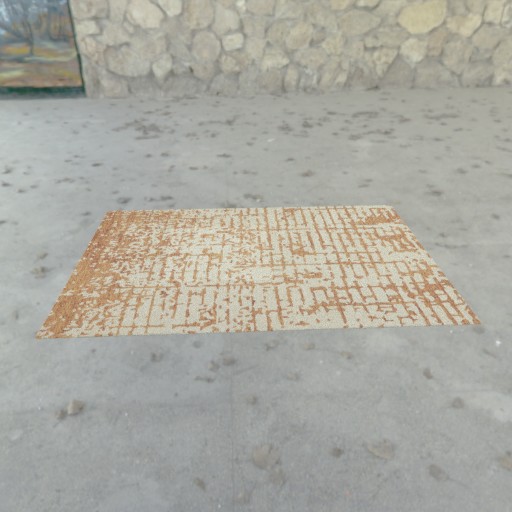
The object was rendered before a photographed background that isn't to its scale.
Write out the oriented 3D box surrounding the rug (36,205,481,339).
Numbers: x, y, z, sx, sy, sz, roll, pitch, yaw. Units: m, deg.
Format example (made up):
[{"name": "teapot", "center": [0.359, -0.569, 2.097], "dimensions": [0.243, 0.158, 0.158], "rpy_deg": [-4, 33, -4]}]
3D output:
[{"name": "rug", "center": [0.000, 0.000, 2.336], "dimensions": [1.829, 0.011, 1.219], "rpy_deg": [-1, 30, -2]}]
